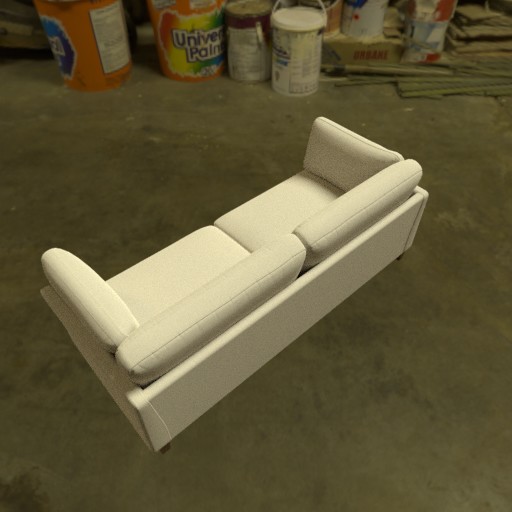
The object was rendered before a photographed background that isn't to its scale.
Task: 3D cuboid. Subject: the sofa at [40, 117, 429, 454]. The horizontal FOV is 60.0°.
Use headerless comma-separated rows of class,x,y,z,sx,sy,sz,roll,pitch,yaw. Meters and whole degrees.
sofa,0.000,0.000,2.791,2.301,0.863,0.957,-33,54,-28
